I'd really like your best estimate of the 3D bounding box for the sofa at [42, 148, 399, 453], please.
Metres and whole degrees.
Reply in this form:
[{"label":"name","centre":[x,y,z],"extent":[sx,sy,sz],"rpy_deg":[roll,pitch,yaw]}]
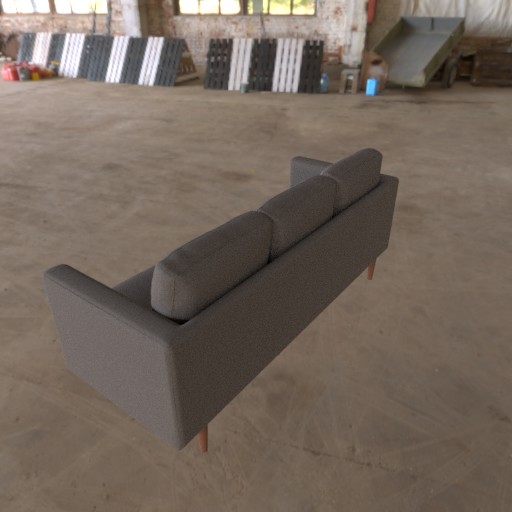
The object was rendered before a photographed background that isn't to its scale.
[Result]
[{"label":"sofa","centre":[0.000,0.000,2.473],"extent":[0.802,0.912,2.029],"rpy_deg":[21,36,31]}]
